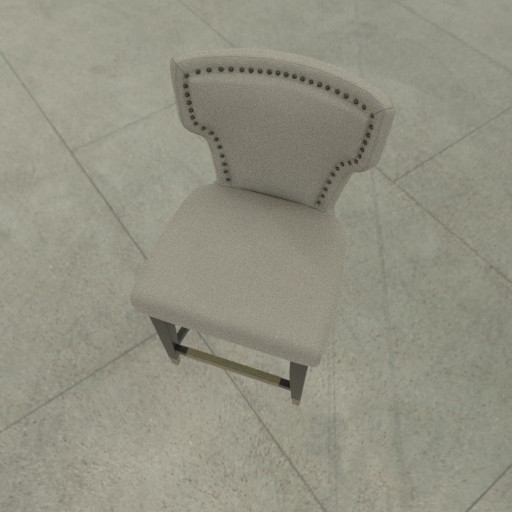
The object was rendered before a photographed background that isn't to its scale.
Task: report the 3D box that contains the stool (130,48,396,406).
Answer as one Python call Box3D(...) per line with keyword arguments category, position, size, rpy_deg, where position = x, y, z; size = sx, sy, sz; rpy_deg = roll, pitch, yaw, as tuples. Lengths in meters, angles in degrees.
Box3D(category="stool", position=(0.000, 0.000, 1.307), size=(0.527, 0.982, 0.563), rpy_deg=(16, 59, 10))
